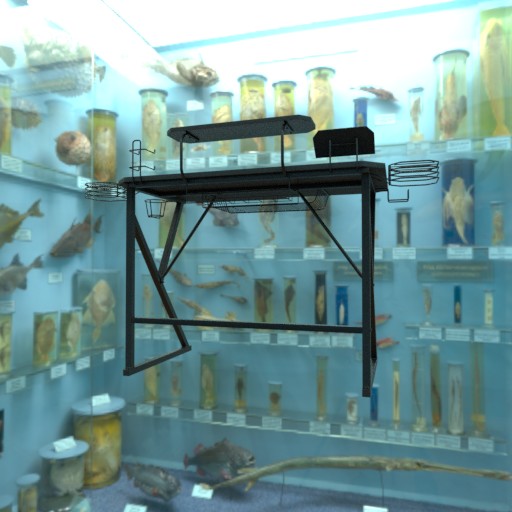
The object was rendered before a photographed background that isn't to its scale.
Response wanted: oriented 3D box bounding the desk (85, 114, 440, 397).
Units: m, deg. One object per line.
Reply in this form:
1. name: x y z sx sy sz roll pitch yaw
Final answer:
1. desk: 0.000 0.000 1.716 1.290 0.880 0.580 0 -1 18
